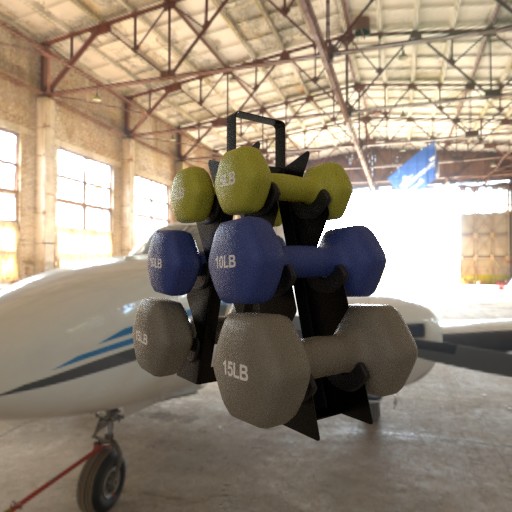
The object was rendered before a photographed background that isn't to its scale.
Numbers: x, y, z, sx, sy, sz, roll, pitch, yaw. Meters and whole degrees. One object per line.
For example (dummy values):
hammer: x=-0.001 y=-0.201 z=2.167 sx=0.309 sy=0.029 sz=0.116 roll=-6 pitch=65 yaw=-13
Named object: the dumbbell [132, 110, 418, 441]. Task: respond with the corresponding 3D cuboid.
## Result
dumbbell: x=0.000 y=0.000 z=0.682 sx=0.261 sy=0.426 sz=0.416 roll=1 pitch=-1 yaw=-35
